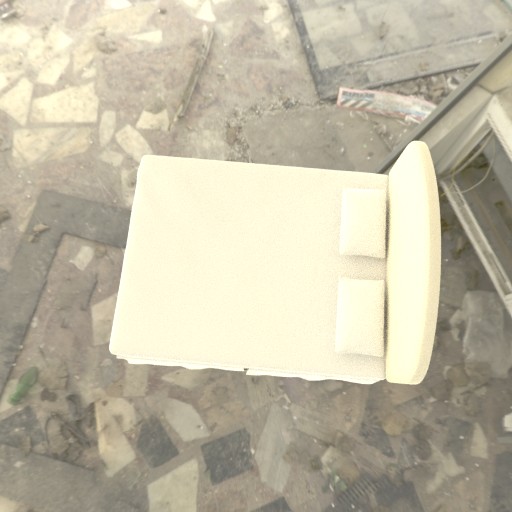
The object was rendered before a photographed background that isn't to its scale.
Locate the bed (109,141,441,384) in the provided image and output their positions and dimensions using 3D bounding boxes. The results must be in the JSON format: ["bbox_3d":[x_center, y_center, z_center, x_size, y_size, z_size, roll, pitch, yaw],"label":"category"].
[{"bbox_3d":[0.000,0.000,3.074,2.005,1.410,1.607,5,75,1],"label":"bed"}]
